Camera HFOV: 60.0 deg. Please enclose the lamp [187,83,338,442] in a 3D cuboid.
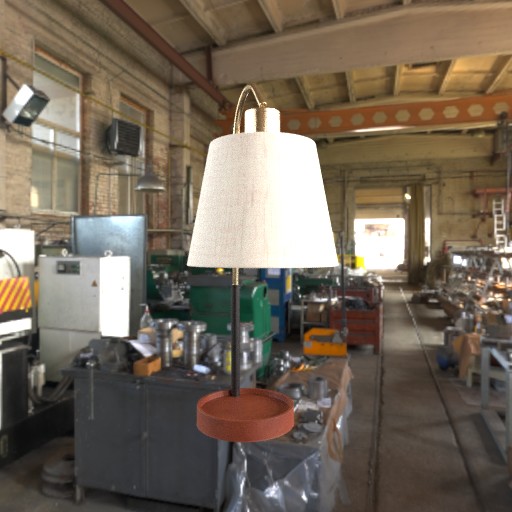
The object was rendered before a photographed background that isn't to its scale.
[{"bbox_3d":[0.000,0.000,0.657,0.211,0.536,0.273,0,1,-17],"label":"lamp"}]
